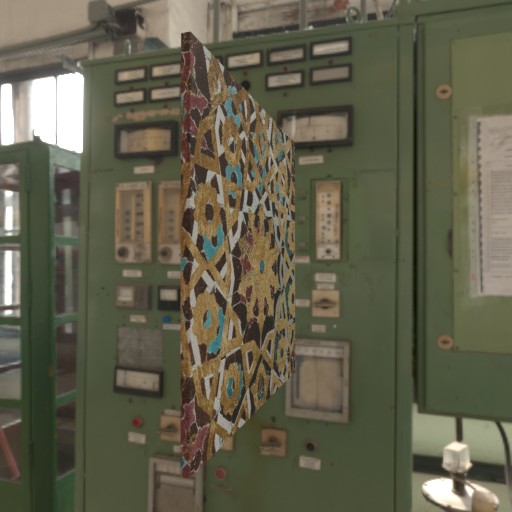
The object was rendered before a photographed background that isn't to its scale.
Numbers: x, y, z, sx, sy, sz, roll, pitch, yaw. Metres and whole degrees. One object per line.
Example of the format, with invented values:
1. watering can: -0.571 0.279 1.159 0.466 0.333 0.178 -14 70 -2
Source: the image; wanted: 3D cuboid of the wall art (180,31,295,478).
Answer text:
1. wall art: 0.000 0.000 0.595 0.010 0.406 0.404 0 -1 19
